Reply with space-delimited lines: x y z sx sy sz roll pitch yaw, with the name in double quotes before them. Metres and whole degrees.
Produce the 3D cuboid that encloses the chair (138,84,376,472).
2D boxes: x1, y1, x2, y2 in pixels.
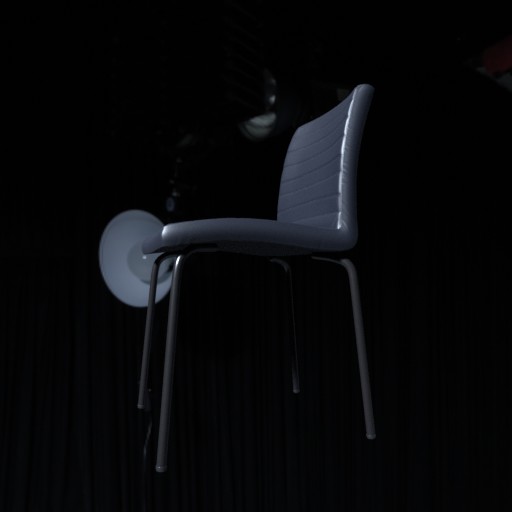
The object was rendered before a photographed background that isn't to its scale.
"chair" 0.000 0.000 1.188 0.572 0.872 0.450 1 -2 -20
